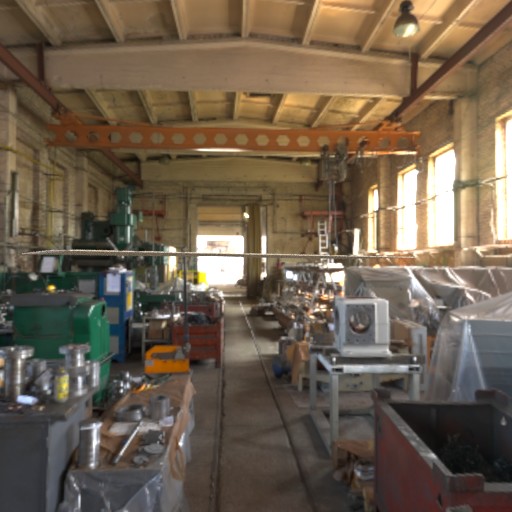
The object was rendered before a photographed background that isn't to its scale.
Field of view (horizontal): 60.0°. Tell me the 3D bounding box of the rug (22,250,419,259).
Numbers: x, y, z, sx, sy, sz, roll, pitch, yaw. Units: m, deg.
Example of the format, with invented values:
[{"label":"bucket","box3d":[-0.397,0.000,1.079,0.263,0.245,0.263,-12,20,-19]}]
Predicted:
[{"label":"rug","box3d":[0.000,0.000,2.707,2.464,0.005,0.660,1,-2,-37]}]
